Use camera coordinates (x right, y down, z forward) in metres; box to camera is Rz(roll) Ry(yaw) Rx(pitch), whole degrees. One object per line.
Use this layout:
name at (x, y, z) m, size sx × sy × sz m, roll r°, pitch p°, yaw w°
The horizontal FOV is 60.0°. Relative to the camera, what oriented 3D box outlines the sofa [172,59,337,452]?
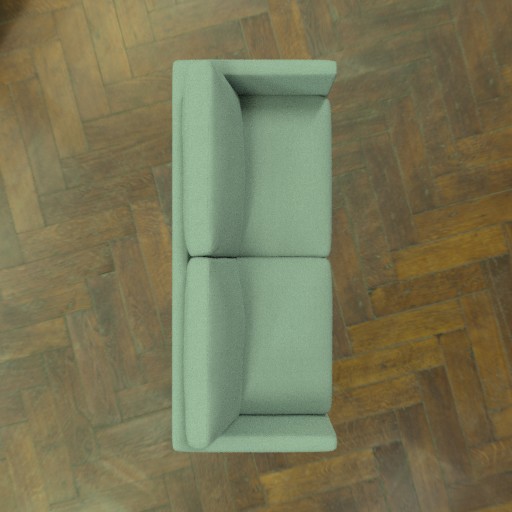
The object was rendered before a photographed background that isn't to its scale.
sofa at (0.000, 0.000, 2.737) m, size 0.951 × 0.965 × 2.208 m, roll 0°, pitch 90°, yaw 0°
